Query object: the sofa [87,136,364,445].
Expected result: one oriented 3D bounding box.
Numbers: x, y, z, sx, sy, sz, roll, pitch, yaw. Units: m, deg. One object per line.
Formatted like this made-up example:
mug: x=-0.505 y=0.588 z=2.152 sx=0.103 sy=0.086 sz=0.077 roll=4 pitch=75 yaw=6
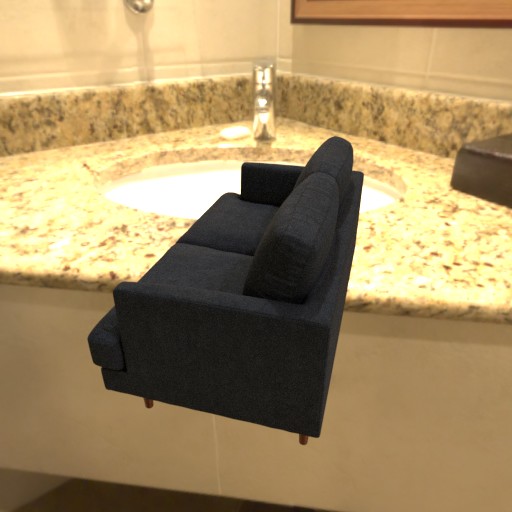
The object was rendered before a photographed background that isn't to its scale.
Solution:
sofa: x=0.000 y=0.000 z=2.196 sx=0.903 sy=0.944 sz=1.582 roll=8 pitch=30 yaw=14
